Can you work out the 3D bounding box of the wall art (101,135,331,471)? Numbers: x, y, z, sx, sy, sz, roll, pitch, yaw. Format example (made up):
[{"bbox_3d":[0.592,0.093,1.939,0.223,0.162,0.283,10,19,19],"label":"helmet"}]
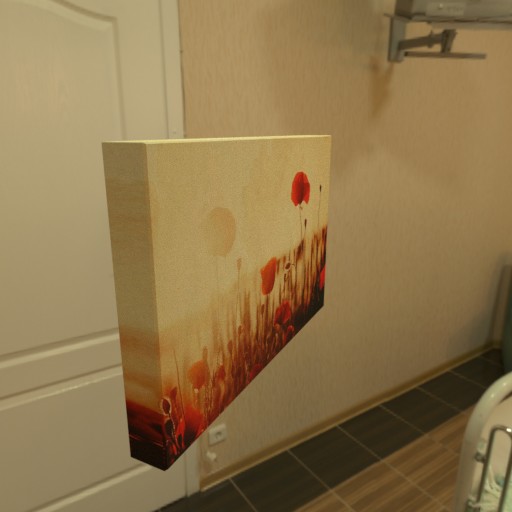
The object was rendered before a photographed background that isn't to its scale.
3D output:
[{"bbox_3d":[0.000,0.000,0.485,0.037,0.251,0.383,8,18,26],"label":"wall art"}]
